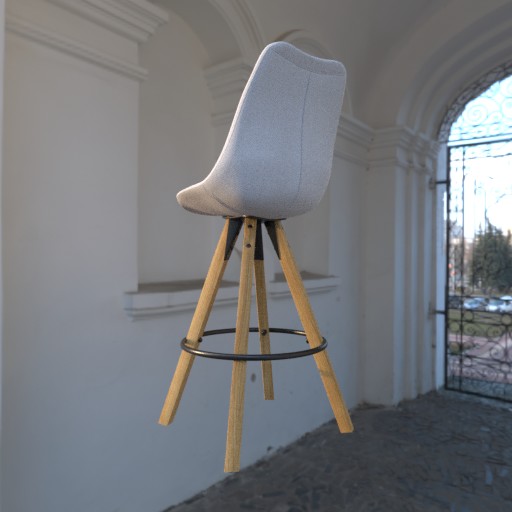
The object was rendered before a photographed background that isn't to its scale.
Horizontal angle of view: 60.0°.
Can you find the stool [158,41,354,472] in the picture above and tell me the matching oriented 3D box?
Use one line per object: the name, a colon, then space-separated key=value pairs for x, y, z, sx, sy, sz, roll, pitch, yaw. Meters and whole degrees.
stool: x=0.000 y=0.000 z=1.428 sx=0.484 sy=1.115 sz=0.550 roll=0 pitch=0 yaw=-36
